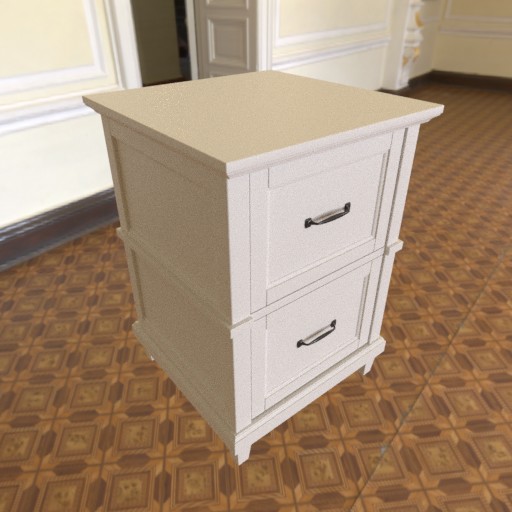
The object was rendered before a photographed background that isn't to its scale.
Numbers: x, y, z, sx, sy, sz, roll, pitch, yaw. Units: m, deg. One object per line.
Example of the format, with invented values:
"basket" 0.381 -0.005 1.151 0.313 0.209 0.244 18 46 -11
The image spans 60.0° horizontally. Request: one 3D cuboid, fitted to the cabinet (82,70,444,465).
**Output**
"cabinet" 0.000 0.000 1.140 0.544 0.775 0.547 -23 38 -32
